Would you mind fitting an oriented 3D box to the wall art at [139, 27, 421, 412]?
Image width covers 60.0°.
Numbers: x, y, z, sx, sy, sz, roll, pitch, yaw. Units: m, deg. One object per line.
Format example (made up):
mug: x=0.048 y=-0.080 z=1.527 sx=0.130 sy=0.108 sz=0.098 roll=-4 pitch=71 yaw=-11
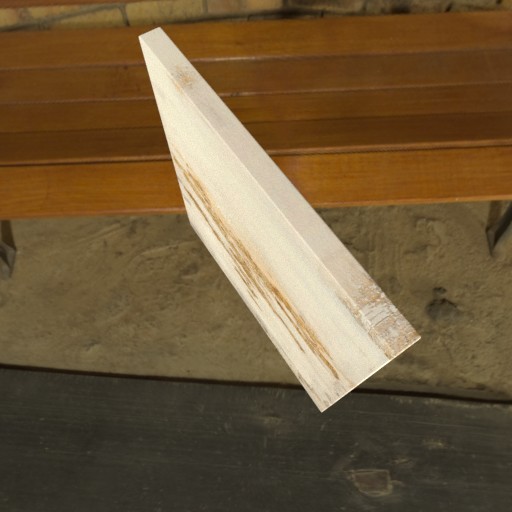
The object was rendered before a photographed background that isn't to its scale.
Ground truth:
wall art: x=0.000 y=0.000 z=0.878 sx=0.040 sy=0.613 sz=0.611 roll=-31 pitch=69 yaw=-14
